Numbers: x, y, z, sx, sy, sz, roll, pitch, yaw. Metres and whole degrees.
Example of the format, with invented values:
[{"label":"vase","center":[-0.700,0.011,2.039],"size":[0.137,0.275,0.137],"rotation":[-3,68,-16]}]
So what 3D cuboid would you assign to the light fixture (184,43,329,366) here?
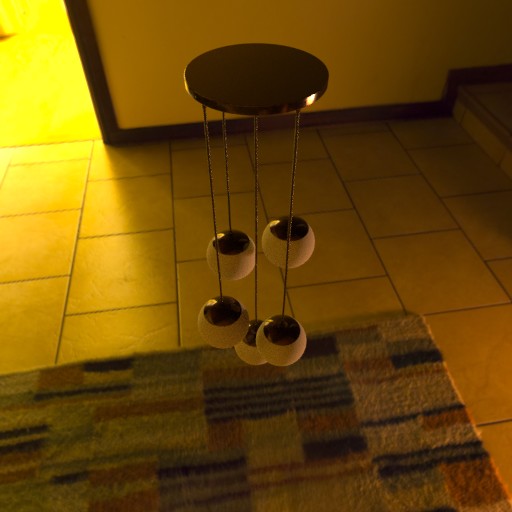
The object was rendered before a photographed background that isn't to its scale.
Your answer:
[{"label":"light fixture","center":[0.000,0.000,1.516],"size":[0.489,1.271,0.484],"rotation":[-22,50,-20]}]
